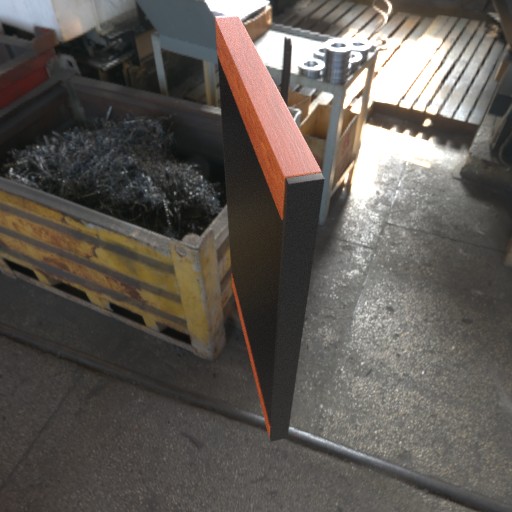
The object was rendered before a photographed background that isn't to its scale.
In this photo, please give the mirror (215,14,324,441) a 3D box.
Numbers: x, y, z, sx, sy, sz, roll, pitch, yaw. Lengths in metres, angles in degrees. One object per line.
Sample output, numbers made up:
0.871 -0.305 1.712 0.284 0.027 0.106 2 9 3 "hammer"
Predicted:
0.000 0.000 0.990 0.047 0.823 0.525 -10 49 -9 "mirror"
